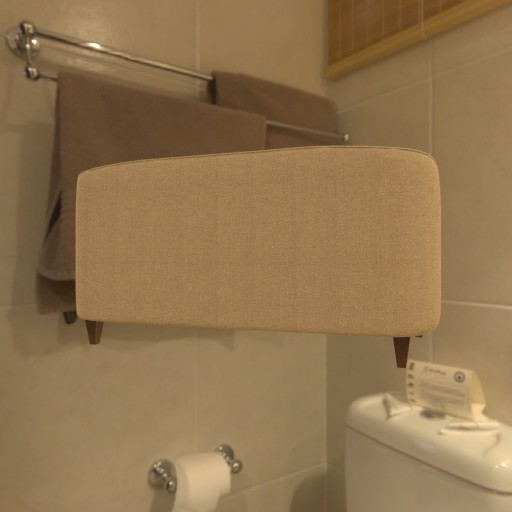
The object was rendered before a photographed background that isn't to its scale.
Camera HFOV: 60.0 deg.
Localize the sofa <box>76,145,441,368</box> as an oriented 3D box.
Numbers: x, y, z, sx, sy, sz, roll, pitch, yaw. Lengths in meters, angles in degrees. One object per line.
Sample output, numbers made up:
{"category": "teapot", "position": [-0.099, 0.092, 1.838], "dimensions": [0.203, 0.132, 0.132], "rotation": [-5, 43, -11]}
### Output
{"category": "sofa", "position": [0.000, 0.000, 2.263], "dimensions": [1.733, 0.855, 0.941], "rotation": [0, 0, 19]}
